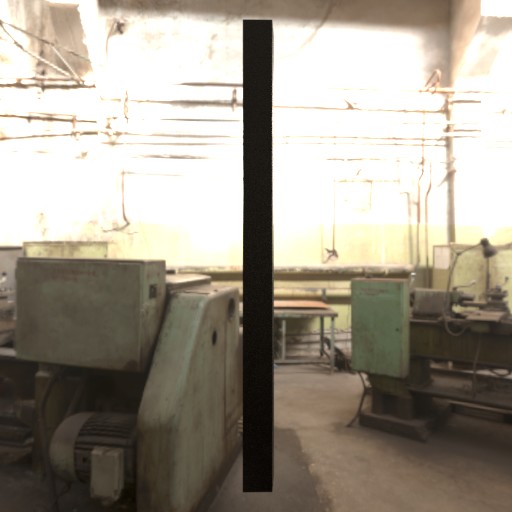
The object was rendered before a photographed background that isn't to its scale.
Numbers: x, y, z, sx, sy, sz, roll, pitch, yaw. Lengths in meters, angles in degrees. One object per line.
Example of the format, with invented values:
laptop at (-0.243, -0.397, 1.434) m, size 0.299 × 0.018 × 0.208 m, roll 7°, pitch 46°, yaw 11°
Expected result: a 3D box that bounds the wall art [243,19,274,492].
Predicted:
wall art at (0.000, 0.000, 0.585) m, size 0.031 × 0.457 × 0.313 m, roll 0°, pitch 0°, yaw -1°
